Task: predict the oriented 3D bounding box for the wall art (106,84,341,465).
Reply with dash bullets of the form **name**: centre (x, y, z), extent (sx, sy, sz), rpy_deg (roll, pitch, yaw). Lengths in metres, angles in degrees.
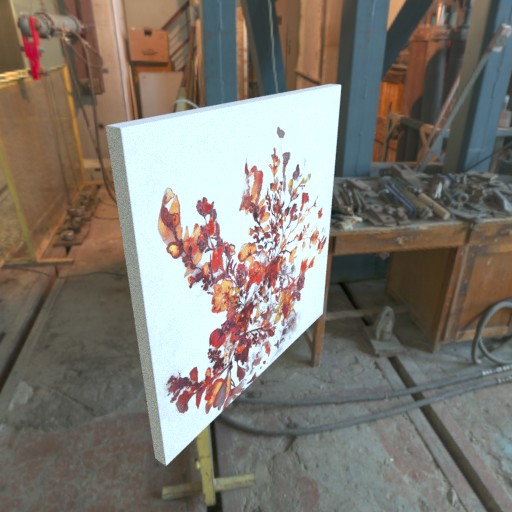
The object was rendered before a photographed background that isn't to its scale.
- **wall art**: centre (0.000, 0.000, 1.126), extent (0.037, 0.757, 0.757), rpy_deg (18, 32, 31)
